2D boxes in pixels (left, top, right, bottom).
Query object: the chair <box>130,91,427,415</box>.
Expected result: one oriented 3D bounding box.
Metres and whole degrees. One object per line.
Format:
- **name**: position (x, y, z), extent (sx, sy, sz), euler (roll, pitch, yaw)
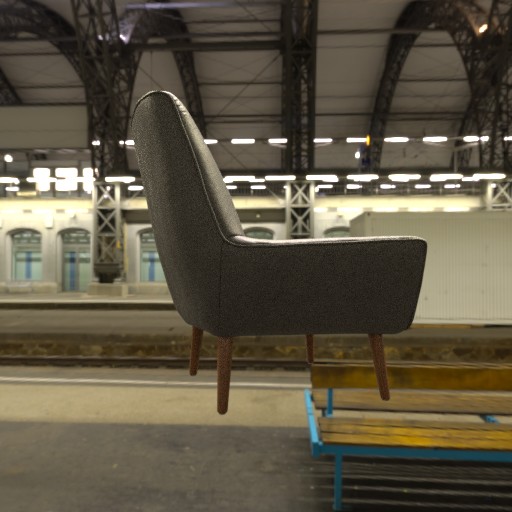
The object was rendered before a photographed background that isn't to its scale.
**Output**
- **chair**: position (0.000, 0.000, 1.505), extent (0.822, 0.888, 0.787), euler (0, -1, -19)
